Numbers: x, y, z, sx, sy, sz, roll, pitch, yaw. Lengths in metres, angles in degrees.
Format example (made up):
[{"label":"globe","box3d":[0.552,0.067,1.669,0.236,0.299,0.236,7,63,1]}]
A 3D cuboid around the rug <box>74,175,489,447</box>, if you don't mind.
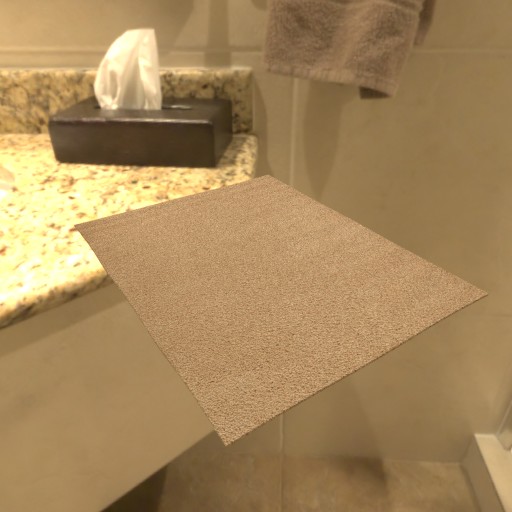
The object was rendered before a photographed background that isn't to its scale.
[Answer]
[{"label":"rug","box3d":[0.000,0.000,3.981,2.400,0.026,3.000,-20,37,-28]}]
